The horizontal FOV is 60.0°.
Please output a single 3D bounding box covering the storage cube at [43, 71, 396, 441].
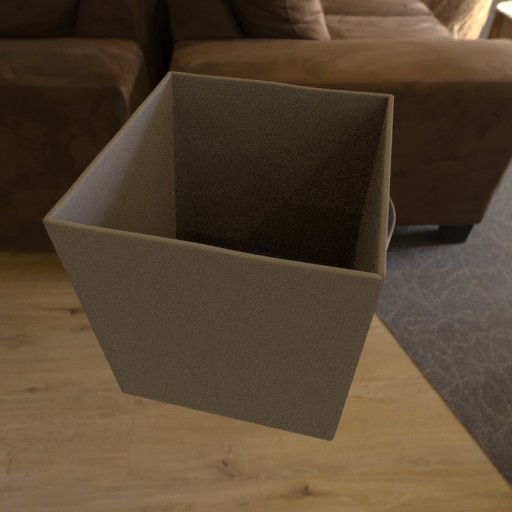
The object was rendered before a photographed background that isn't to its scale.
[{"bbox_3d":[0.000,0.000,0.498,0.270,0.280,0.270,10,47,9],"label":"storage cube"}]
